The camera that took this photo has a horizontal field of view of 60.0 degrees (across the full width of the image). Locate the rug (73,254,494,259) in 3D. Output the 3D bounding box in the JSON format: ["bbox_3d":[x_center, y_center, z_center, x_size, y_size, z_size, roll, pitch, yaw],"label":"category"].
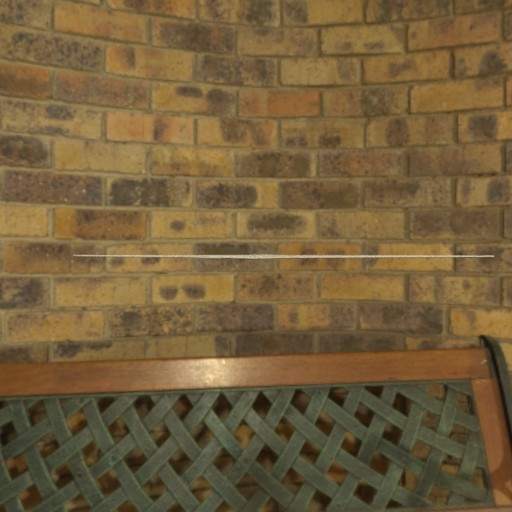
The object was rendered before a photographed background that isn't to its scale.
[{"bbox_3d":[0.000,0.000,4.027,2.451,0.026,3.069,0,0,-35],"label":"rug"}]
